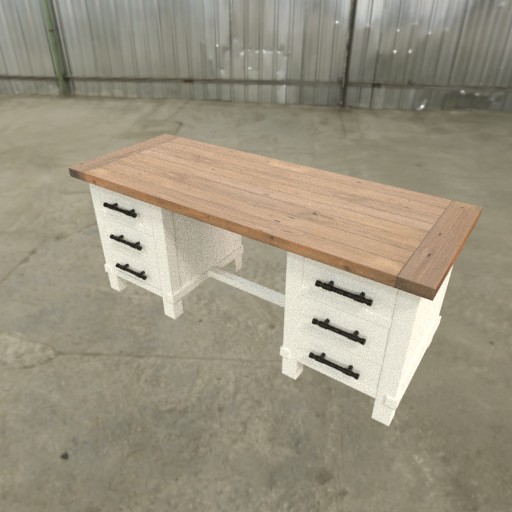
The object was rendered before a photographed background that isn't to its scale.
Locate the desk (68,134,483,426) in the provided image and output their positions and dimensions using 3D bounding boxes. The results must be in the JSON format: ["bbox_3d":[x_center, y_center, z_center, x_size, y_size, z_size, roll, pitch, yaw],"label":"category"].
[{"bbox_3d":[0.000,0.000,2.229,1.803,0.760,0.688,20,37,29],"label":"desk"}]
